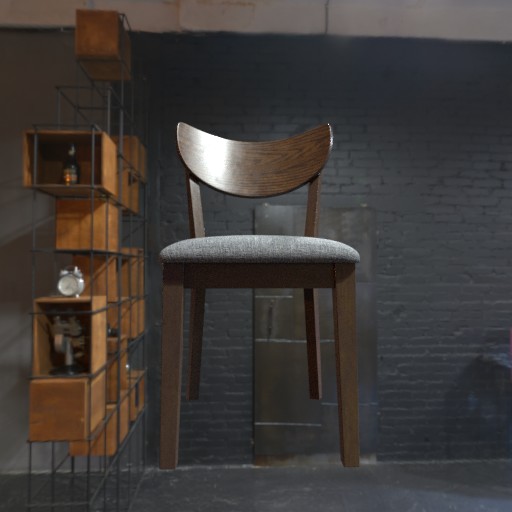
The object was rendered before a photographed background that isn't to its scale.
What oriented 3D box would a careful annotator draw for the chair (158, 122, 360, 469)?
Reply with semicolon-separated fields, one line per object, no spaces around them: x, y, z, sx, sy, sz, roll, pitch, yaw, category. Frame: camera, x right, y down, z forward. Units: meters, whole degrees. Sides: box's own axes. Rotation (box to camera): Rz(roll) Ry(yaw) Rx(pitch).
0.000;0.000;1.169;0.491;0.849;0.583;0;-2;-2;chair
